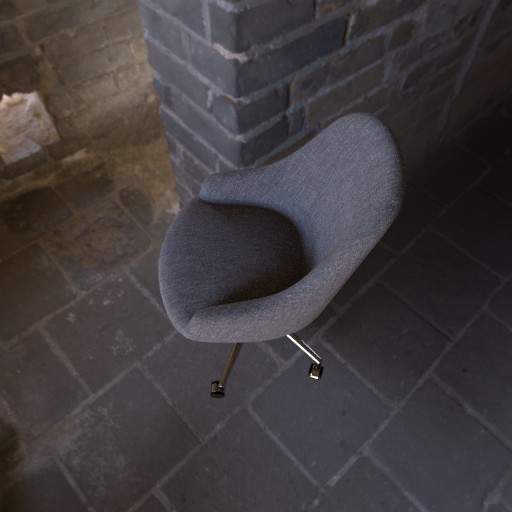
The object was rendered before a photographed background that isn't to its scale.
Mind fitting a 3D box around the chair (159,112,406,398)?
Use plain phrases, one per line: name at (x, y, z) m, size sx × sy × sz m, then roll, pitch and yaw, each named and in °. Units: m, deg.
chair at (0.000, 0.000, 1.465) m, size 0.712 × 0.950 × 0.671 m, roll 0°, pitch 57°, yaw 0°
